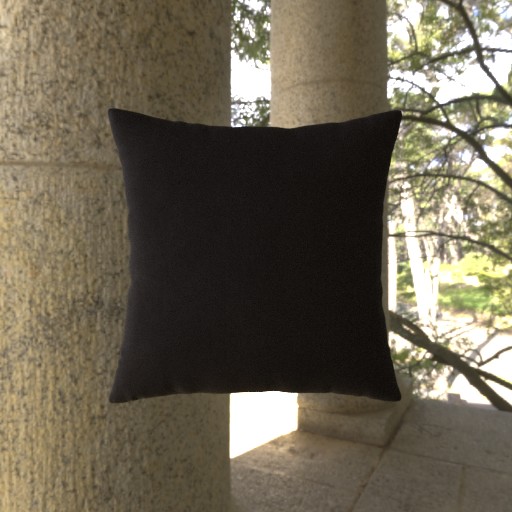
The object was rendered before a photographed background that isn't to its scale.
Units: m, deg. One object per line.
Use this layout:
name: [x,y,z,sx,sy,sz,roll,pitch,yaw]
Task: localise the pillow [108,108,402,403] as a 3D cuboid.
pillow: [0.000,0.000,0.770,0.511,0.509,0.161,0,0,-1]
